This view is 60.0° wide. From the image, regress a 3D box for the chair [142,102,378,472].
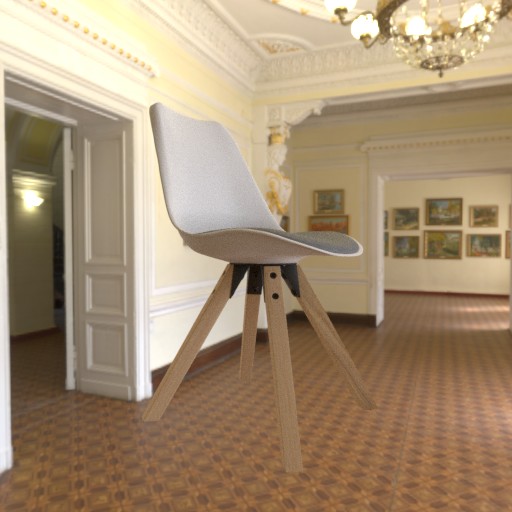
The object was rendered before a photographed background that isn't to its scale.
[{"bbox_3d":[0.000,0.000,1.194,0.550,0.850,0.485,1,2,36],"label":"chair"}]
